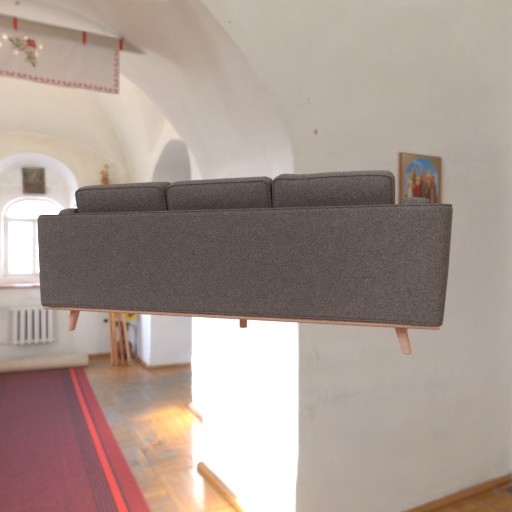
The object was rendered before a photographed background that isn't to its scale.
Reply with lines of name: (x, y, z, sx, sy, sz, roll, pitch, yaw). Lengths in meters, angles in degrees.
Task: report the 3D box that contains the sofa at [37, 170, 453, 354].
sofa: (0.000, 0.000, 3.137, 2.411, 0.929, 1.604, 0, 1, 18)
